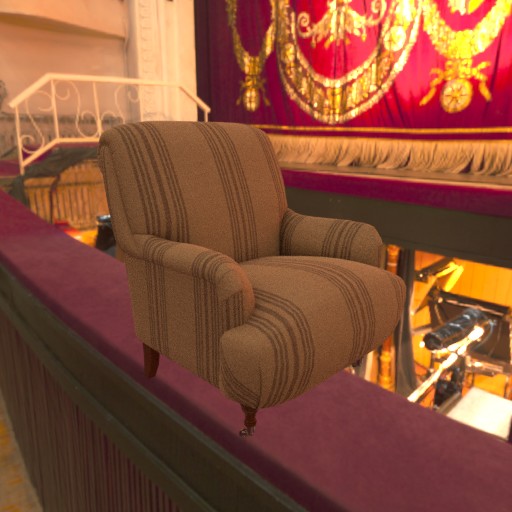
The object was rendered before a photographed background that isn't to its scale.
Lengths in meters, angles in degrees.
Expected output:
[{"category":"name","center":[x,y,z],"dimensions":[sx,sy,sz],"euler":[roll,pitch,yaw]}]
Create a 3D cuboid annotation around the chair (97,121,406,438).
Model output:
[{"category":"chair","center":[0.000,0.000,1.594],"dimensions":[0.813,0.940,0.914],"euler":[-15,21,-43]}]
